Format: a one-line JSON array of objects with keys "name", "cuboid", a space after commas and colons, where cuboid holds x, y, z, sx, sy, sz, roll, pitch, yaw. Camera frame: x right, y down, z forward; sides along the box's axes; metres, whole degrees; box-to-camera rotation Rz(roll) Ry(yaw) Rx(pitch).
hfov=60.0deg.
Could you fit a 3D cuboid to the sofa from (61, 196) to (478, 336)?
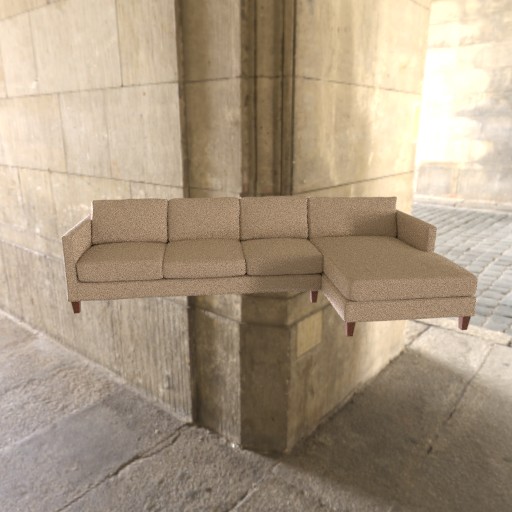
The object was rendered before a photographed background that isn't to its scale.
[{"name": "sofa", "cuboid": [0.000, 0.000, 3.881, 3.186, 0.861, 1.625, -2, 16, -6]}]
